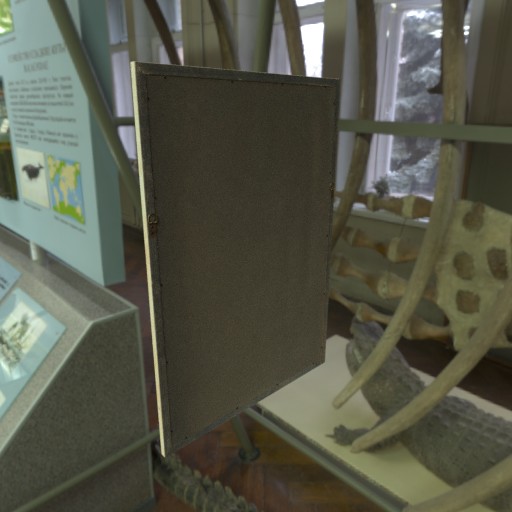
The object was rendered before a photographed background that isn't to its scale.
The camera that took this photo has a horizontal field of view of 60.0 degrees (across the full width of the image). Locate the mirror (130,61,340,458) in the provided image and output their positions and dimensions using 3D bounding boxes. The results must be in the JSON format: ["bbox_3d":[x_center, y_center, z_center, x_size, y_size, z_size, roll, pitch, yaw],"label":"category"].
[{"bbox_3d":[0.000,0.000,1.295,0.705,0.996,0.025,-16,24,-41],"label":"mirror"}]
